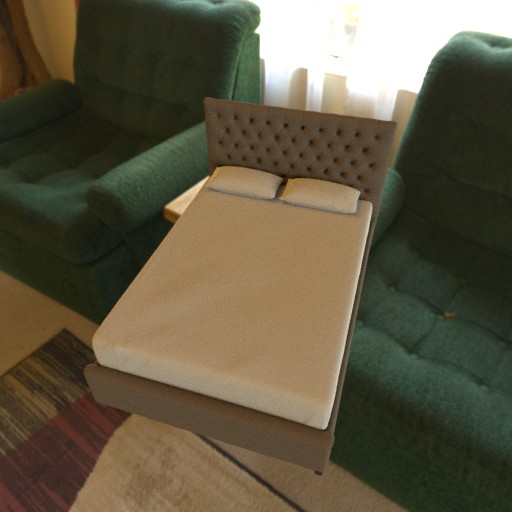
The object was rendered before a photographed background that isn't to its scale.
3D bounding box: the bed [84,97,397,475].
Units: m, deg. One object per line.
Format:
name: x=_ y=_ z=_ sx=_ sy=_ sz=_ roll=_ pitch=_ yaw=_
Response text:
bed: x=0.000 y=0.000 z=3.424 sx=1.698 sy=1.427 sz=2.387 roll=12 pitch=43 yaw=13
